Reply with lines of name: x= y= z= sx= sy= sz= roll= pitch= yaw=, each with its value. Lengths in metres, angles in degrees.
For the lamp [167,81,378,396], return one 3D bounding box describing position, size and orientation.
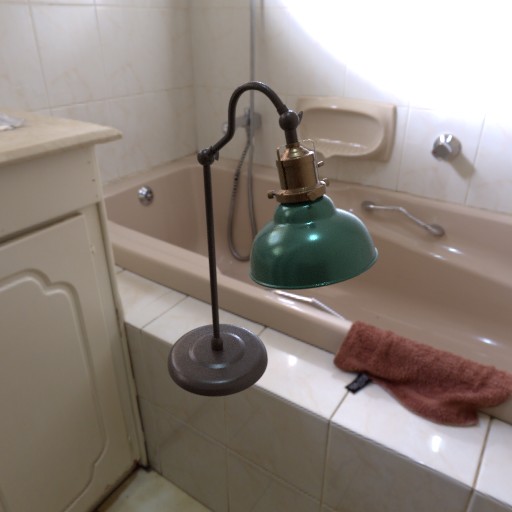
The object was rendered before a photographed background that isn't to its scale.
lamp: x=0.000 y=0.000 z=0.690 sx=0.374 sy=0.508 sz=0.192 roll=19 pitch=33 yaw=32
